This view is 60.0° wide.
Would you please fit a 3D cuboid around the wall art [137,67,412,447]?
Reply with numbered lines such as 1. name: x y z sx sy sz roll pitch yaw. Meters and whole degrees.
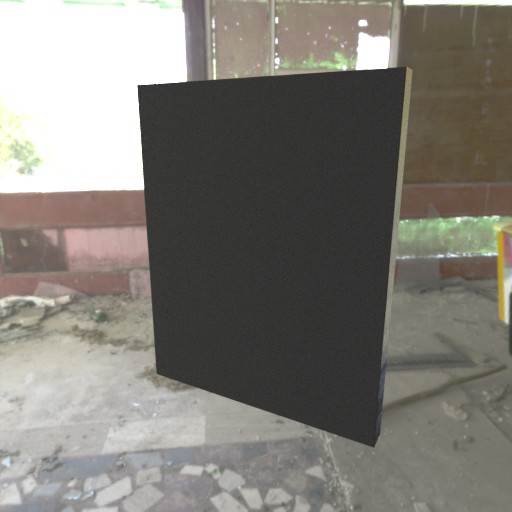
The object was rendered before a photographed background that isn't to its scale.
1. wall art: 0.000 0.000 0.813 0.489 0.608 0.040 9 18 28
